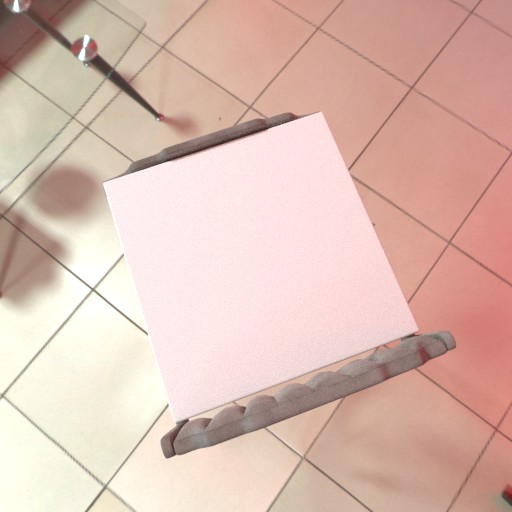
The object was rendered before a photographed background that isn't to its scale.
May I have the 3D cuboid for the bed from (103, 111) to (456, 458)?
[{"bbox_3d":[0.000,0.000,3.567,2.074,1.245,2.340,-19,77,-5],"label":"bed"}]
